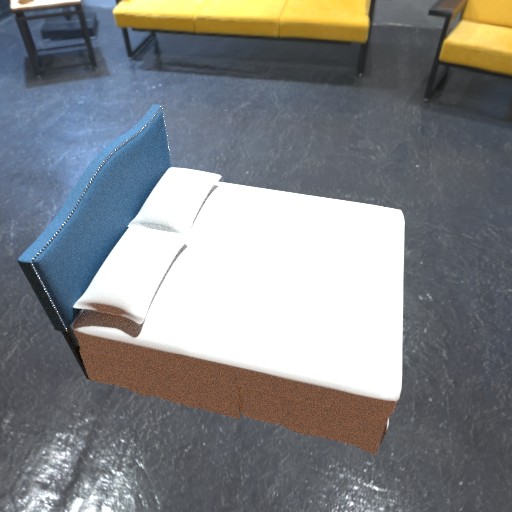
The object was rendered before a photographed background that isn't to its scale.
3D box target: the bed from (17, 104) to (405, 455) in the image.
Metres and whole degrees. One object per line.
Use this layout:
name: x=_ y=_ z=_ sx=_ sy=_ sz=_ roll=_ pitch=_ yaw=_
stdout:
bed: x=0.000 y=0.000 z=2.771 sx=1.872 sy=1.169 sz=1.610 roll=10 pitch=46 yaw=10
